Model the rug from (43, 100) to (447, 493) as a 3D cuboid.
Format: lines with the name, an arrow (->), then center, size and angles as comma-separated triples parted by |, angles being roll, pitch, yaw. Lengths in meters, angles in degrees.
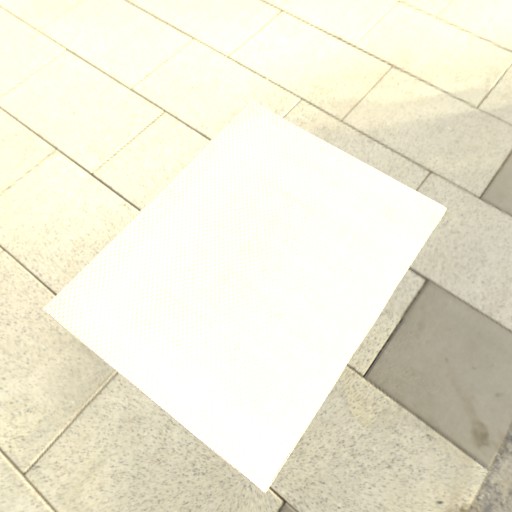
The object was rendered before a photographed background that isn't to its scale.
rug -> 0.000, 0.000, 3.882 | 2.277, 0.035, 2.897 | 33, 68, 15
